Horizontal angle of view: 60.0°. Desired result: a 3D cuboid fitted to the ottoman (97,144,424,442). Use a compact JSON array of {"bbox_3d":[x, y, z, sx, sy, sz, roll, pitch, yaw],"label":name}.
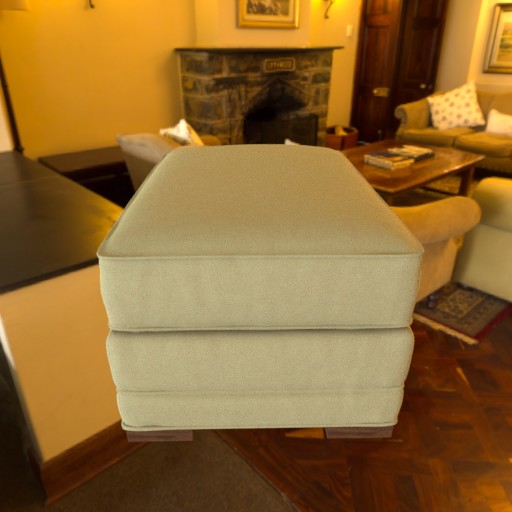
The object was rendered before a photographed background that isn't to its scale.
[{"bbox_3d":[0.000,0.000,1.209,0.611,0.482,0.848,-1,26,-1],"label":"ottoman"}]
